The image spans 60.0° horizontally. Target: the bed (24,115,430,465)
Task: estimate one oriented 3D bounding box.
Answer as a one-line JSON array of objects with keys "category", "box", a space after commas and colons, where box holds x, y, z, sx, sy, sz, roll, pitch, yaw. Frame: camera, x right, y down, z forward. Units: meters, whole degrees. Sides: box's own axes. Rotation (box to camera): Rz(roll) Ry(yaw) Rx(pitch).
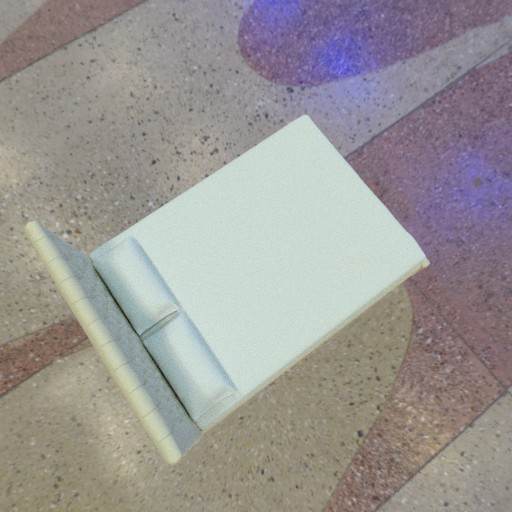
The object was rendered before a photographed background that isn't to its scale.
[{"category": "bed", "box": [0.000, 0.000, 3.405, 2.387, 1.427, 1.698, -35, 78, -9]}]
